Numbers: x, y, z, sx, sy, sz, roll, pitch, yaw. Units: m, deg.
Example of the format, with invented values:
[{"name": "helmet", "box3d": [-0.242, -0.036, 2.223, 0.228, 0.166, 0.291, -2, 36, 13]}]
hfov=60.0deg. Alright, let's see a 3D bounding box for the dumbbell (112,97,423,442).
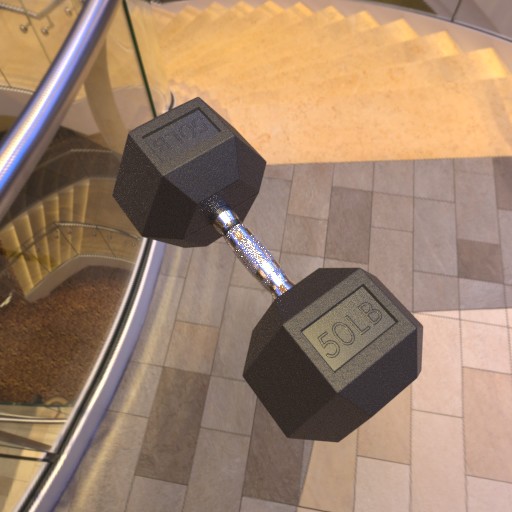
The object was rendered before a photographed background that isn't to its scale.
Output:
[{"name": "dumbbell", "box3d": [0.000, 0.000, 0.476, 0.173, 0.150, 0.384, -34, 68, -16]}]
